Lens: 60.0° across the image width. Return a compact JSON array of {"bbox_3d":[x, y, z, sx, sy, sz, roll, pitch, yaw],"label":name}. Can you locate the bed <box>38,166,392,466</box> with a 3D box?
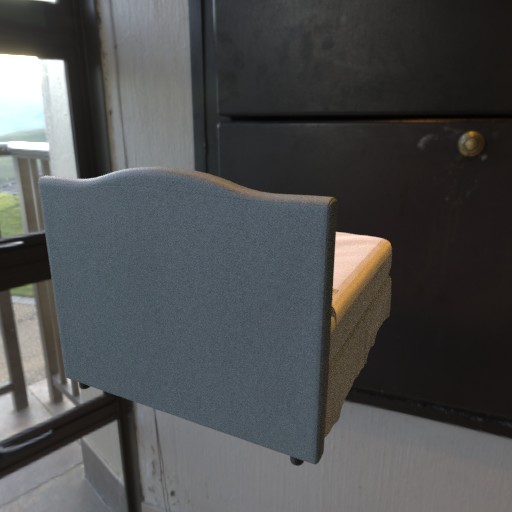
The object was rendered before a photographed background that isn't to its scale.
[{"bbox_3d":[0.000,0.000,3.248,1.753,1.460,2.143,8,19,25],"label":"bed"}]
